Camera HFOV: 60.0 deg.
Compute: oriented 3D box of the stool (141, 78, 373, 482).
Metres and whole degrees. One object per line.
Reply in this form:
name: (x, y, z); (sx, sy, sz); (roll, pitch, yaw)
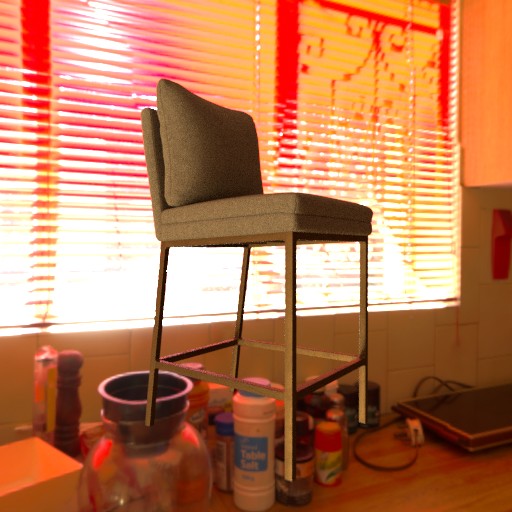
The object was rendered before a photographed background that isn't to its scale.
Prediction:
stool: (0.000, 0.000, 1.351); (0.569, 1.031, 0.463); (1, 1, 37)
